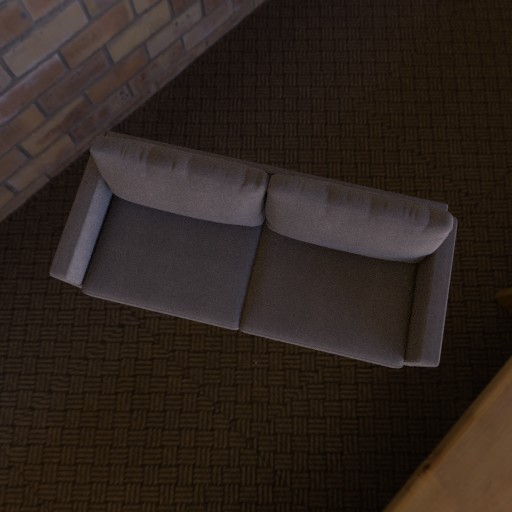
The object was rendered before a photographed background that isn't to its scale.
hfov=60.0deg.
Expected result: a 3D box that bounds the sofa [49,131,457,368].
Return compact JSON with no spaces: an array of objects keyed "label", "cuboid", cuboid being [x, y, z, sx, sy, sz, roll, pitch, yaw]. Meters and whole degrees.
[{"label":"sofa","cuboid":[0.000,0.000,2.586,2.100,0.880,0.880,13,77,3]}]
